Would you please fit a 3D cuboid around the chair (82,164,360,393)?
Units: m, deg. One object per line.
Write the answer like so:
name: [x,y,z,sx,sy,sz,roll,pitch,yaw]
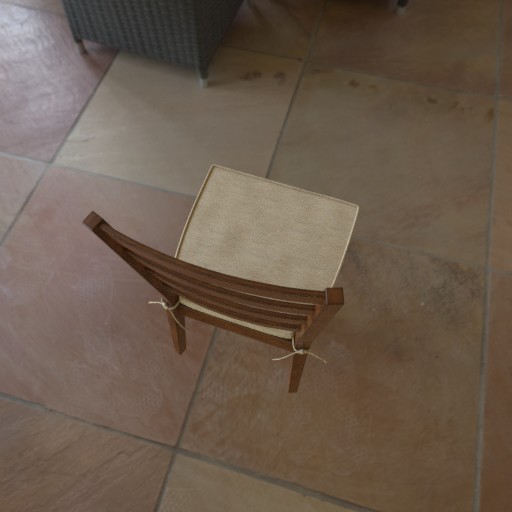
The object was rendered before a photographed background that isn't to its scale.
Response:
chair: [0.000,0.000,1.339,0.593,0.979,0.595,17,64,8]
